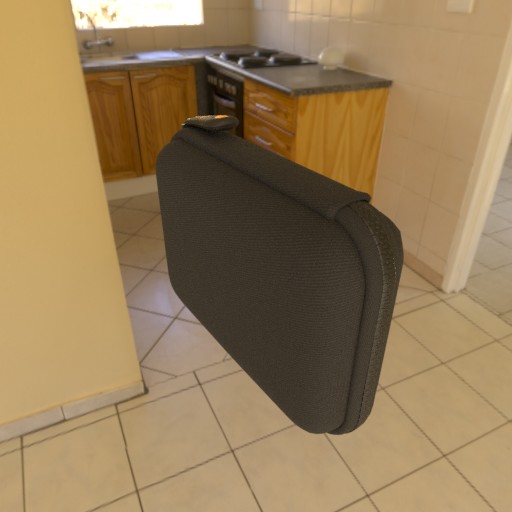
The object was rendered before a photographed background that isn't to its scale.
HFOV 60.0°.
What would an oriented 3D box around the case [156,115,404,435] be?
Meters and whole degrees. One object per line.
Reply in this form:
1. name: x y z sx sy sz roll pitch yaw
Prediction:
1. case: 0.000 0.000 0.184 0.038 0.105 0.132 -21 37 -29
